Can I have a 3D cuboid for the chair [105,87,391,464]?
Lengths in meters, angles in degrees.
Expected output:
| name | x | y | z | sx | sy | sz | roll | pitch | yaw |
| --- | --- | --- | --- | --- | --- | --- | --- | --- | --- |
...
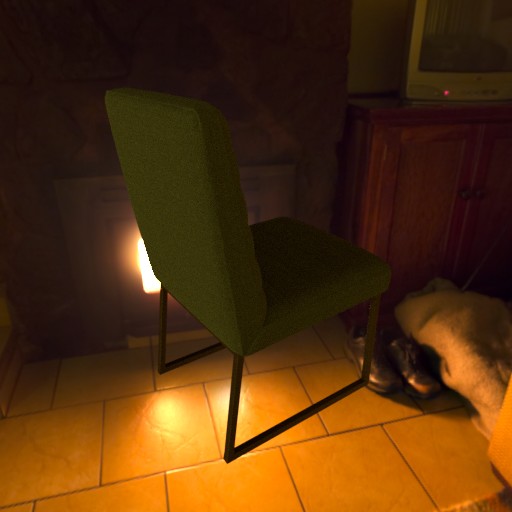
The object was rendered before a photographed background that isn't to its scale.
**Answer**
| name | x | y | z | sx | sy | sz | roll | pitch | yaw |
| --- | --- | --- | --- | --- | --- | --- | --- | --- | --- |
| chair | 0.000 | 0.000 | 1.306 | 0.634 | 0.930 | 0.520 | -16 | 29 | -31 |
